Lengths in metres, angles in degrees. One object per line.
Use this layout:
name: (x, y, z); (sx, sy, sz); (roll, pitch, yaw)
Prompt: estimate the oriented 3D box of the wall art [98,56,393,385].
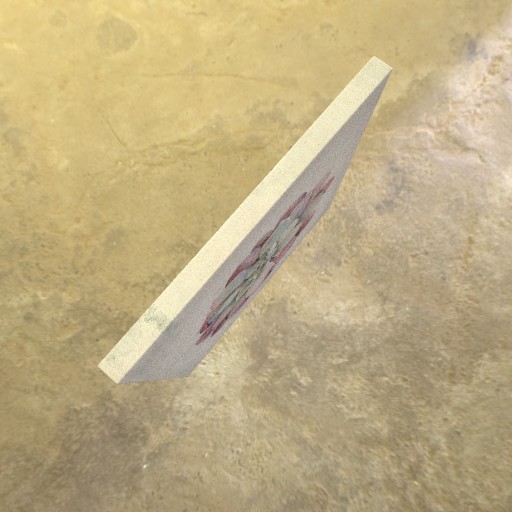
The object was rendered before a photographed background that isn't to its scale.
wall art: (0.000, 0.000, 0.917); (0.044, 0.605, 0.605); (39, 79, 9)
